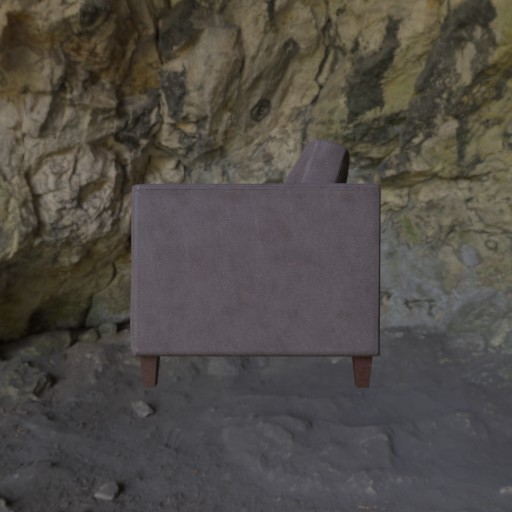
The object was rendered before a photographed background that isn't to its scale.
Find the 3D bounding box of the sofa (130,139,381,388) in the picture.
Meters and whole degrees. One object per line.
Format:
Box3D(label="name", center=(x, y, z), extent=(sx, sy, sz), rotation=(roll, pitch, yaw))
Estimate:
Box3D(label="sofa", center=(0.000, 0.000, 2.703), extent=(0.951, 0.965, 2.208), rotation=(0, 1, 0))
